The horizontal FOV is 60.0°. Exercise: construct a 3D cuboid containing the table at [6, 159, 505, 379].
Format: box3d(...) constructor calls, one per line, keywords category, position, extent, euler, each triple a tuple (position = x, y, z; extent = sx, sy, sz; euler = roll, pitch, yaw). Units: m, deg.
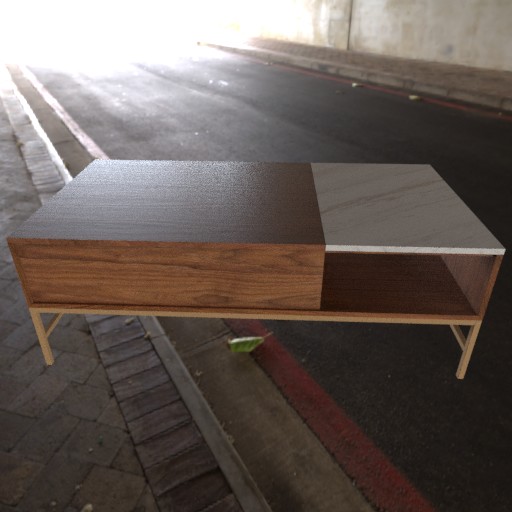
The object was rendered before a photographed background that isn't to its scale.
box3d(category="table", position=(0.000, 0.000, 1.856), extent=(1.553, 0.551, 0.789), euler=(1, 30, 2))
